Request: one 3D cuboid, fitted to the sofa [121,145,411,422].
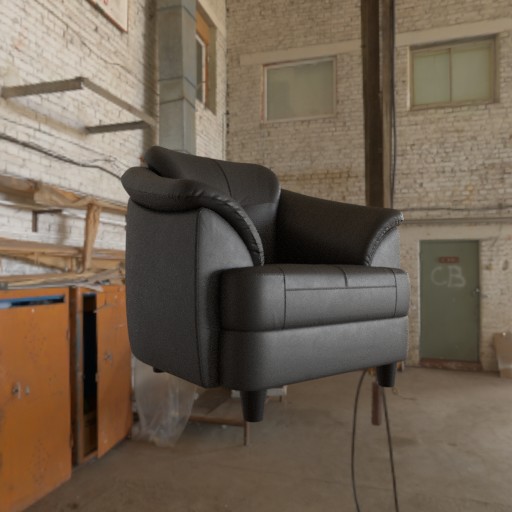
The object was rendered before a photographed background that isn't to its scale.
[{"bbox_3d":[0.000,0.000,1.490,0.870,0.811,0.794,2,-3,-37],"label":"sofa"}]
